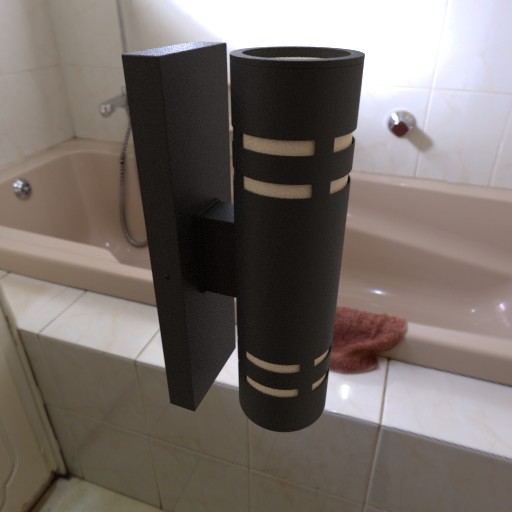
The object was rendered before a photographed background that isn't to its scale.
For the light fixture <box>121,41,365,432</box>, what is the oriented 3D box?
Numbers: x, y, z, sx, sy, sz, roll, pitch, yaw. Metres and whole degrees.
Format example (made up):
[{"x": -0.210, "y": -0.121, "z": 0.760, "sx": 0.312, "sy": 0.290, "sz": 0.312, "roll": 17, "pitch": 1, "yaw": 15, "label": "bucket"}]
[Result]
[{"x": 0.000, "y": 0.000, "z": 0.391, "sx": 0.149, "sy": 0.330, "sz": 0.105, "roll": 11, "pitch": 32, "yaw": 19, "label": "light fixture"}]
